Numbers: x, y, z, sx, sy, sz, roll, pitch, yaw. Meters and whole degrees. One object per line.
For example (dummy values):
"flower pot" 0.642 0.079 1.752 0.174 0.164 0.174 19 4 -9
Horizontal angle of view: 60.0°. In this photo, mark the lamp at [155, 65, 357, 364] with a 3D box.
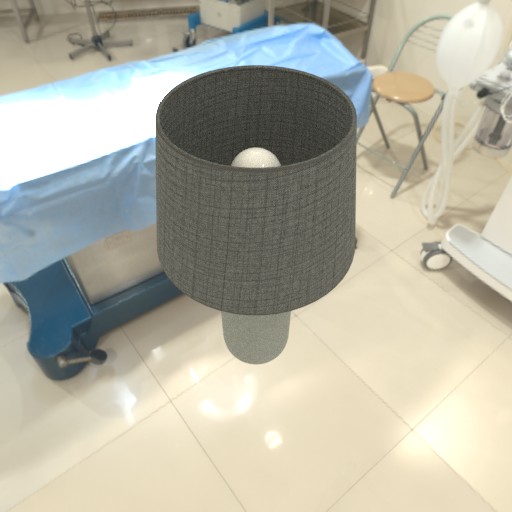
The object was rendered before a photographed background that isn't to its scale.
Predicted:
"lamp" 0.000 0.000 0.597 0.251 0.429 0.251 0 47 0
